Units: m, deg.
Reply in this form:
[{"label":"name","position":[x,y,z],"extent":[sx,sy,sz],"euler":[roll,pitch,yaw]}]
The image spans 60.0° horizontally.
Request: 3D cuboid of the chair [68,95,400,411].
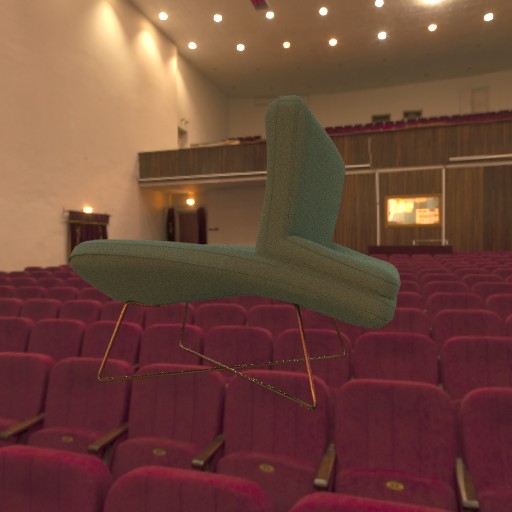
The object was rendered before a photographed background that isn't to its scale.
[{"label":"chair","position":[0.000,0.000,1.628],"extent":[1.008,0.855,0.859],"euler":[0,0,18]}]
